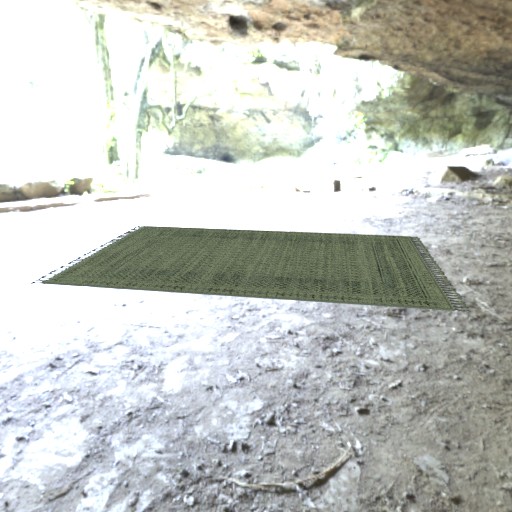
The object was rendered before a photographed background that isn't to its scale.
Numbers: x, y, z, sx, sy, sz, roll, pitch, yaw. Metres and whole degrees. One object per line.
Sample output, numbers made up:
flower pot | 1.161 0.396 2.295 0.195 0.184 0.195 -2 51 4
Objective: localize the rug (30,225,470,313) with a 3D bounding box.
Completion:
rug | 0.000 0.000 3.149 2.486 0.013 1.548 3 17 9
